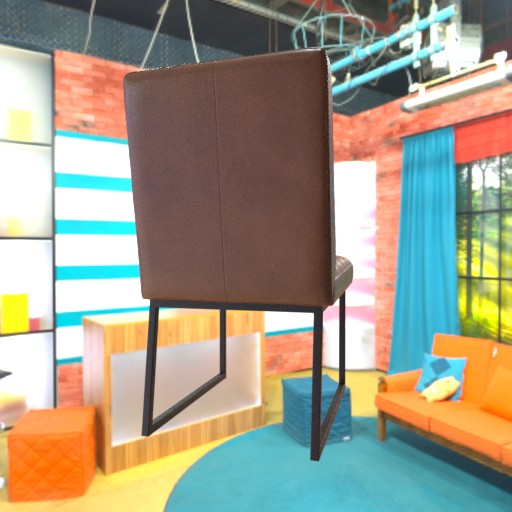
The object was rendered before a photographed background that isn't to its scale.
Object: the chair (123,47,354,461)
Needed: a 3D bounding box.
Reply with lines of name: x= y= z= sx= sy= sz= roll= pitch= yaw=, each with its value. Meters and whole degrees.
chair: x=0.000 y=0.000 z=1.318 sx=0.520 sy=0.930 sz=0.634 roll=0 pitch=1 yaw=18
